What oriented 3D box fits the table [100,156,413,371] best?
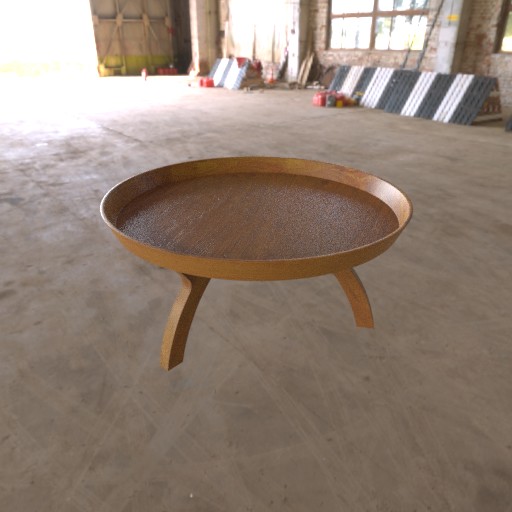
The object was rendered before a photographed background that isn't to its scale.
[{"bbox_3d":[0.000,0.000,1.582,1.016,0.470,1.016,0,26,0],"label":"table"}]
